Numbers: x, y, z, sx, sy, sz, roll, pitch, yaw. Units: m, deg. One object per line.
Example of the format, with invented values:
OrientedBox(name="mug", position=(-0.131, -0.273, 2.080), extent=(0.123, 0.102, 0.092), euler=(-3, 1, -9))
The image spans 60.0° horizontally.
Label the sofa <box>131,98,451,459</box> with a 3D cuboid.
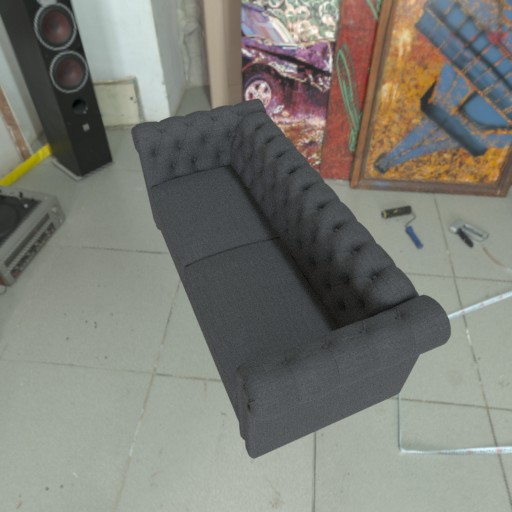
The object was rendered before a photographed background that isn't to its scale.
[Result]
OrientedBox(name="sofa", position=(0.000, 0.000, 2.279), extent=(0.783, 0.797, 1.798), euler=(-18, 50, -16))
